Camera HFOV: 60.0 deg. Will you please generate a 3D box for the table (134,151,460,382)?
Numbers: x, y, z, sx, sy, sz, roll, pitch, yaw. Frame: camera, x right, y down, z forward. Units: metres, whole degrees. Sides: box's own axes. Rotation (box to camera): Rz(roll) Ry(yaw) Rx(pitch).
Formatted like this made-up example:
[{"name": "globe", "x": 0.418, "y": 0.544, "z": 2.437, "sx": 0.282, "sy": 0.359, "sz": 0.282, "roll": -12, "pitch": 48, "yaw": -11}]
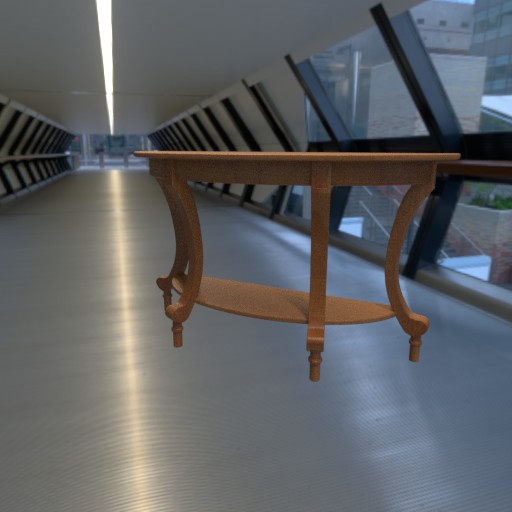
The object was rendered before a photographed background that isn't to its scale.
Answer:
[{"name": "table", "x": 0.000, "y": 0.000, "z": 1.528, "sx": 1.198, "sy": 0.692, "sz": 0.394, "roll": 7, "pitch": 16, "yaw": 26}]
